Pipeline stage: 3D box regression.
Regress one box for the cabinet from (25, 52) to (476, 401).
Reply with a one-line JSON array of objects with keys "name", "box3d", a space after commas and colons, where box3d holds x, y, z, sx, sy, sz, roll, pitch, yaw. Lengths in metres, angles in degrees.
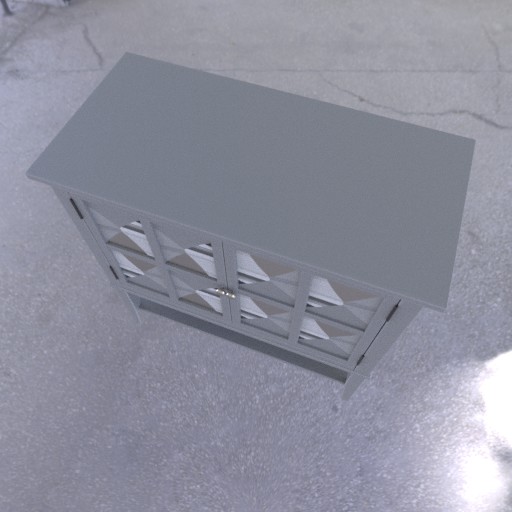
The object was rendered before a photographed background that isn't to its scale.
[{"name": "cabinet", "box3d": [0.000, 0.000, 1.208, 0.801, 0.780, 0.396, 18, 61, 10]}]
